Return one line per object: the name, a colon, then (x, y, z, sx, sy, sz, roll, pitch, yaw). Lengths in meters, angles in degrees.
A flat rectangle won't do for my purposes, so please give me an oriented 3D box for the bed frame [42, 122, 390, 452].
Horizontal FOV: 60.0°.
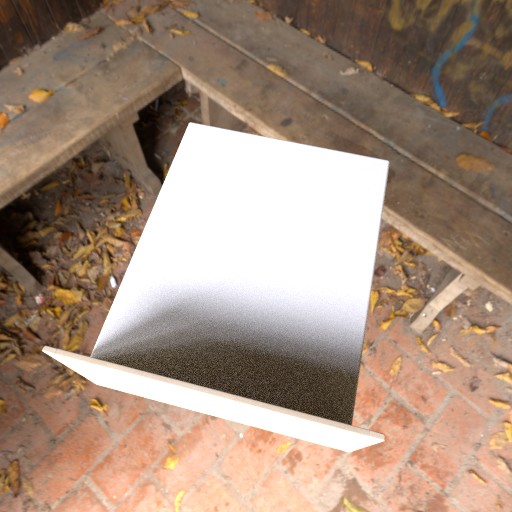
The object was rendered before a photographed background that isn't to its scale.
bed frame: (0.000, 0.000, 3.091, 1.800, 0.900, 2.080, 13, 64, 6)
